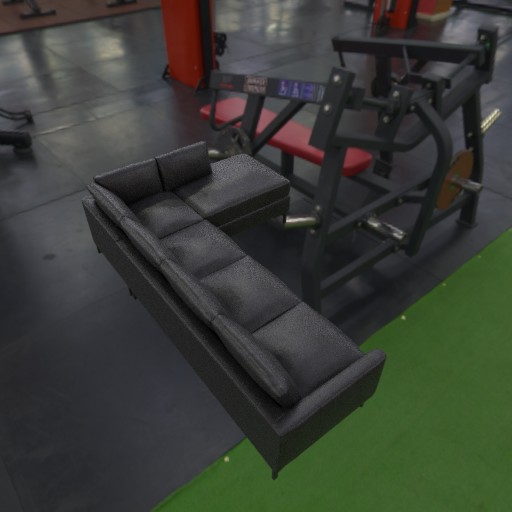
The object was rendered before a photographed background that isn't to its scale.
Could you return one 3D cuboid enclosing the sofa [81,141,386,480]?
[{"bbox_3d":[0.000,0.000,3.864,1.938,0.877,2.984,-27,47,-28],"label":"sofa"}]
